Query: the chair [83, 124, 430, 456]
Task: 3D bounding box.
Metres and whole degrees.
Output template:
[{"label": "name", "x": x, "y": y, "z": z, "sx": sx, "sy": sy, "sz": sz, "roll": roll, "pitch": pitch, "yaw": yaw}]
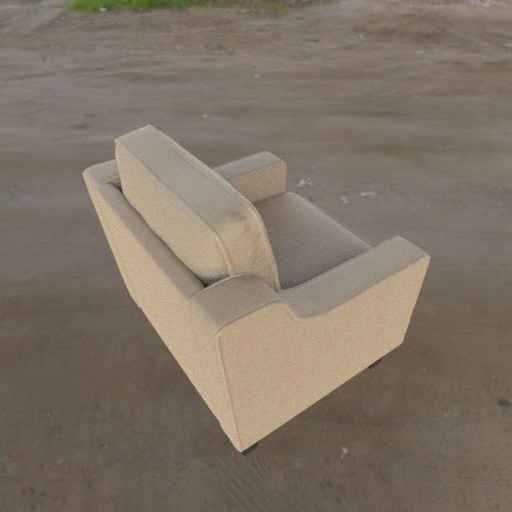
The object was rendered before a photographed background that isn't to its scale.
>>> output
[{"label": "chair", "x": 0.000, "y": 0.000, "z": 1.673, "sx": 0.882, "sy": 0.948, "sz": 0.922, "roll": -24, "pitch": 46, "yaw": -26}]
